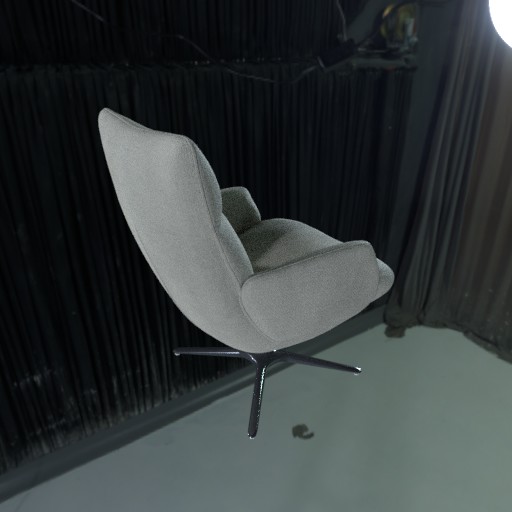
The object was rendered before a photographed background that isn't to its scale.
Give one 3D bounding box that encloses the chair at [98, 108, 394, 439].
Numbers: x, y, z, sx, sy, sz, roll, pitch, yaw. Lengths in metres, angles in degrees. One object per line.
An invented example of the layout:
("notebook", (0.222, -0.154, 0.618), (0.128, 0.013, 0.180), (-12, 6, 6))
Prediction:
("chair", (0.000, 0.000, 1.571), (0.889, 1.016, 0.711), (-19, 32, -32))
